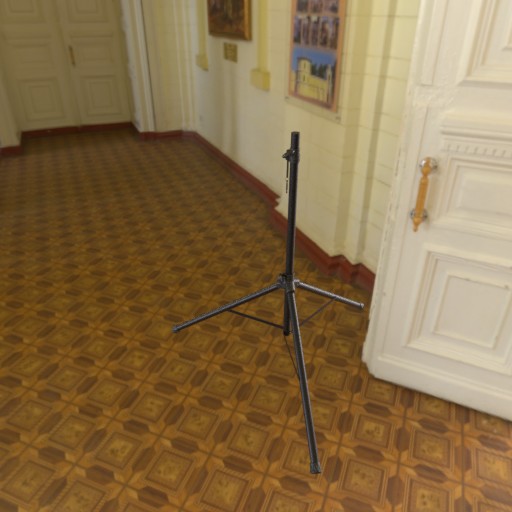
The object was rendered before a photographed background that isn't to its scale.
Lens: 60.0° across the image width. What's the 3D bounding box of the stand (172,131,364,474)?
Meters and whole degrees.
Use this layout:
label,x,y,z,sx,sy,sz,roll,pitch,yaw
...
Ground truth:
label,x,y,z,sx,sy,sz,roll,pitch,yaw
stand,0.000,0.000,2.788,1.339,1.595,1.596,11,32,18
